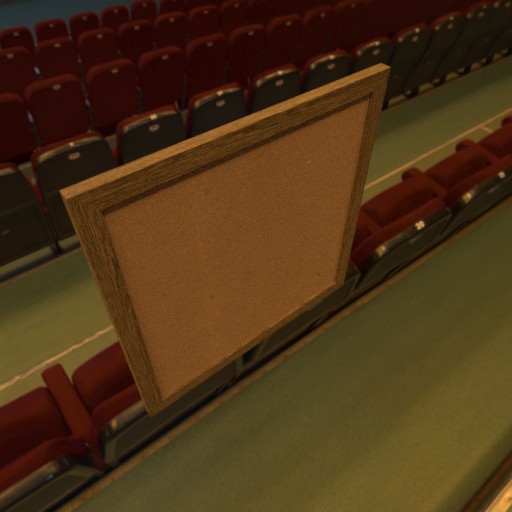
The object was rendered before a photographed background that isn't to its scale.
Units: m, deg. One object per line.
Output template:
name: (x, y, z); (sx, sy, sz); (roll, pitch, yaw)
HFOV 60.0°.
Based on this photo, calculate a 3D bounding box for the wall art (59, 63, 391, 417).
wall art: (0.000, 0.000, 0.747); (0.508, 0.508, 0.019); (-30, 53, -26)
